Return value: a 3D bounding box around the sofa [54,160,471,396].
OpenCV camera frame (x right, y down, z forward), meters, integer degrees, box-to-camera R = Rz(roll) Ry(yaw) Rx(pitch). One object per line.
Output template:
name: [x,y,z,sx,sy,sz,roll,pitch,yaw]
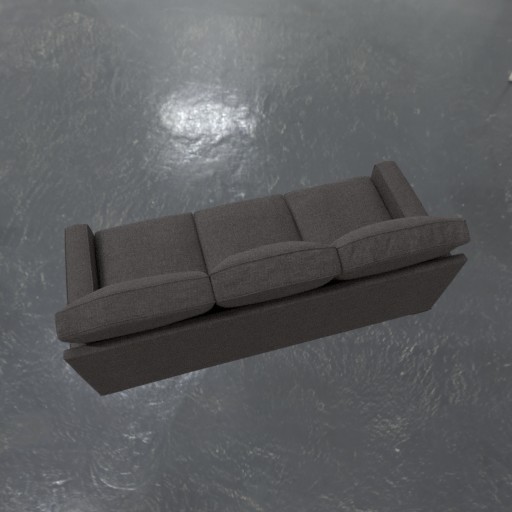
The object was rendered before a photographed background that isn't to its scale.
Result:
sofa: [0.000,0.000,2.910,2.369,0.978,1.004,-13,58,-8]
